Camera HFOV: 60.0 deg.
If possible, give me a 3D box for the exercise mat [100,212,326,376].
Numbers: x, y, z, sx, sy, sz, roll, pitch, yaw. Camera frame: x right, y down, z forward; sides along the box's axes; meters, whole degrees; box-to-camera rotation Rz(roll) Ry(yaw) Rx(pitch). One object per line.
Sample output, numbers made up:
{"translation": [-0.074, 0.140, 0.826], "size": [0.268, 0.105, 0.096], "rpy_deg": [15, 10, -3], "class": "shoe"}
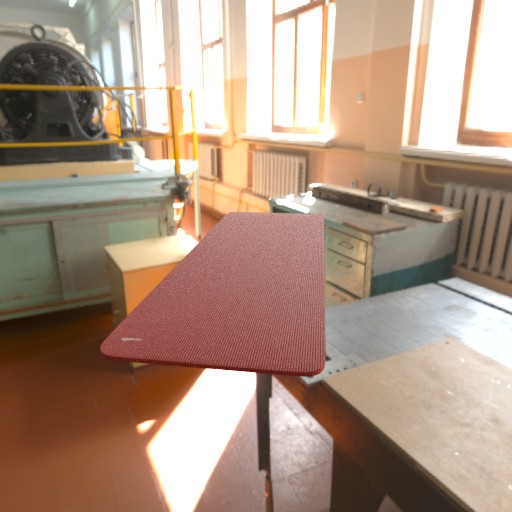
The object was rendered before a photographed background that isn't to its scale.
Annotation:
{"translation": [0.000, 0.000, 2.013], "size": [0.616, 0.021, 1.869], "rpy_deg": [2, 18, 8], "class": "exercise mat"}
